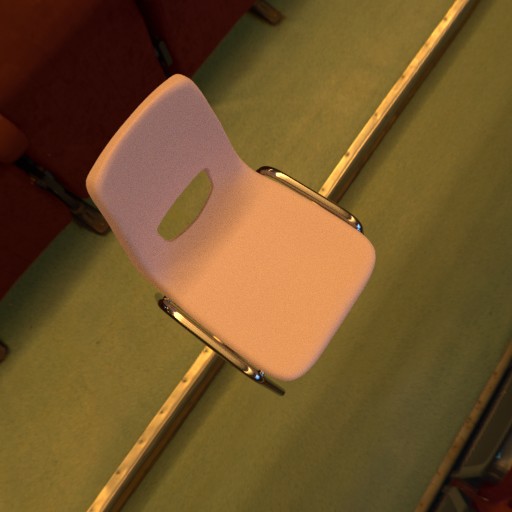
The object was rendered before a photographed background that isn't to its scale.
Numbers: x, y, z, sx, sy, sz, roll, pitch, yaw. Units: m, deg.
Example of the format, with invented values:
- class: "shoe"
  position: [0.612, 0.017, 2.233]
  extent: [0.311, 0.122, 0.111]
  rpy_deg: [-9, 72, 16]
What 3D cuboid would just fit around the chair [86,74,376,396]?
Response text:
- class: "chair"
  position: [0.000, 0.000, 0.776]
  extent: [0.385, 0.537, 0.354]
  rpy_deg: [34, 78, 8]
